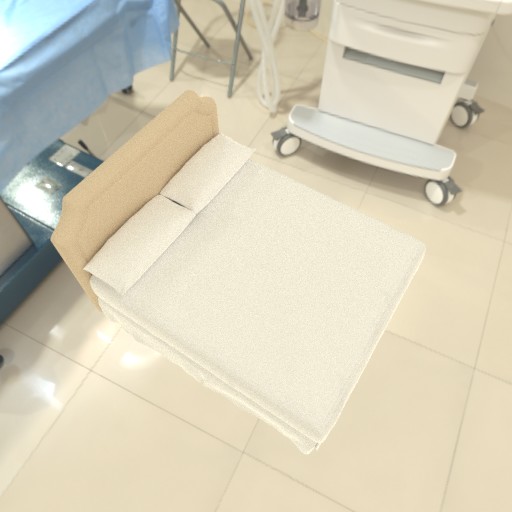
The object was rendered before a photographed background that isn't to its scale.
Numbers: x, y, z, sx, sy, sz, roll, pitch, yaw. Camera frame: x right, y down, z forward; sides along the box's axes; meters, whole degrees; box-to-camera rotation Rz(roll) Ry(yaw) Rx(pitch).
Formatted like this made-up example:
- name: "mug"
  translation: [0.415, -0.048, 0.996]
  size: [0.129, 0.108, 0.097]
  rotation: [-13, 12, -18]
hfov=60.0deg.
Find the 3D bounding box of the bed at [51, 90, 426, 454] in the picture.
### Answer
- name: "bed"
  translation: [0.000, 0.000, 3.972]
  size: [2.548, 1.524, 2.134]
  rotation: [29, 62, 17]
